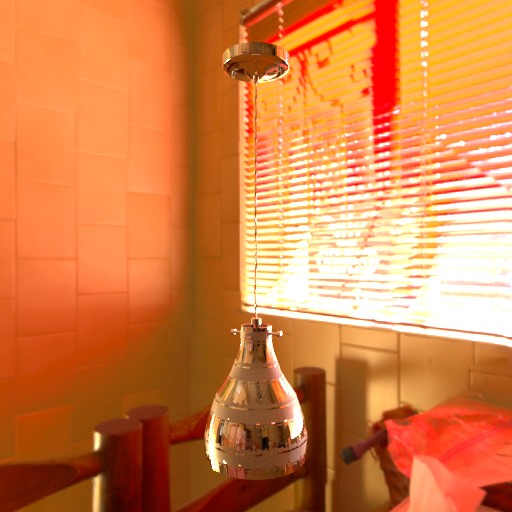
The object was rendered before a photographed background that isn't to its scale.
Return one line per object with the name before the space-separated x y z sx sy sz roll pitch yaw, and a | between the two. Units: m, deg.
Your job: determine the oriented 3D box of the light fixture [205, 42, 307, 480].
light fixture | 0.000 0.000 1.624 0.374 1.457 0.374 0 -1 18
